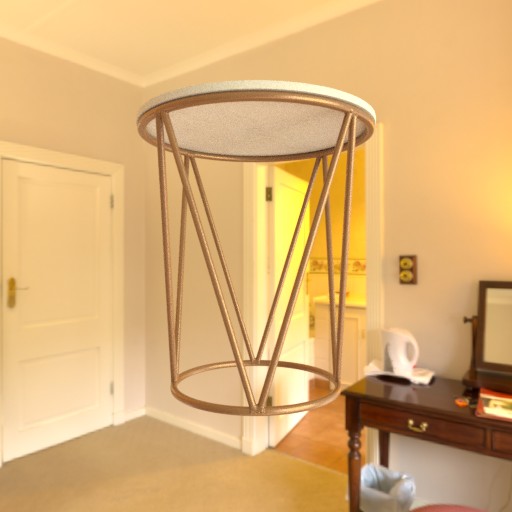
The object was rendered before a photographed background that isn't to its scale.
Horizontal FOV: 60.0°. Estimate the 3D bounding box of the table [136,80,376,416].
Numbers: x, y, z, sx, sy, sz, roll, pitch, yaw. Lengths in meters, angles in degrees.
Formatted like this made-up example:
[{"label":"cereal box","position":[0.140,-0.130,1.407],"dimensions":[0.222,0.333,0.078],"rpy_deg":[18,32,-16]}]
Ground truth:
[{"label":"table","position":[0.000,0.000,0.958],"dimensions":[0.500,0.564,0.500],"rpy_deg":[0,0,0]}]
